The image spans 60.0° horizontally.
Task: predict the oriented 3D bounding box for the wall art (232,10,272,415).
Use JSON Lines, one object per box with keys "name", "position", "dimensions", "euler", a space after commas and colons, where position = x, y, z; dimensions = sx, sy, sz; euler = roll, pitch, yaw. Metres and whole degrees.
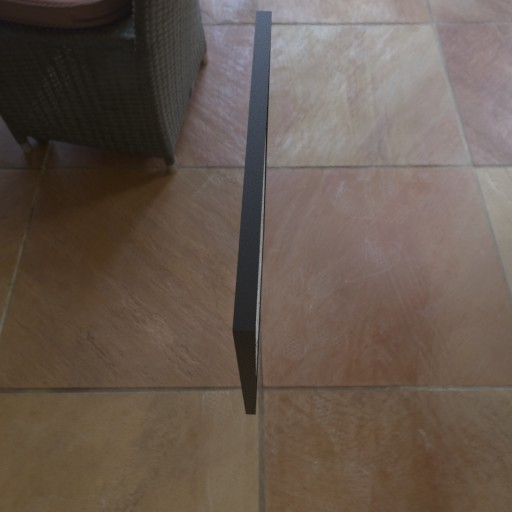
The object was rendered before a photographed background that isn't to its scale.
{"name": "wall art", "position": [0.000, 0.000, 1.375], "dimensions": [0.038, 1.062, 0.806], "euler": [3, 63, 1]}
